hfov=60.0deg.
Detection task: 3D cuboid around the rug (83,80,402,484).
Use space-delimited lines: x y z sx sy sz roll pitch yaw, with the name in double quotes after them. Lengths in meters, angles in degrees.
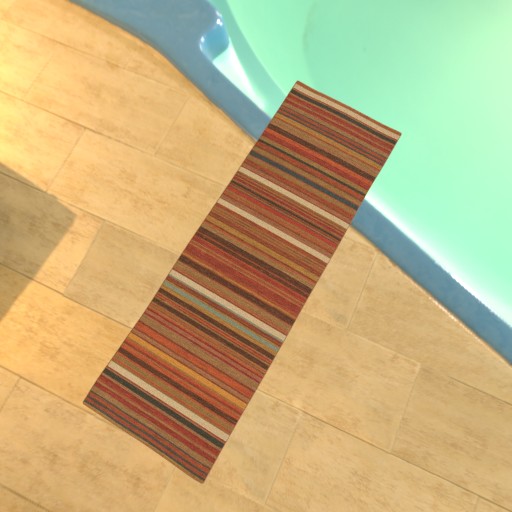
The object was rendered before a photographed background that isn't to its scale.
0.000 0.000 2.682 0.799 0.030 2.444 30 76 8 "rug"
